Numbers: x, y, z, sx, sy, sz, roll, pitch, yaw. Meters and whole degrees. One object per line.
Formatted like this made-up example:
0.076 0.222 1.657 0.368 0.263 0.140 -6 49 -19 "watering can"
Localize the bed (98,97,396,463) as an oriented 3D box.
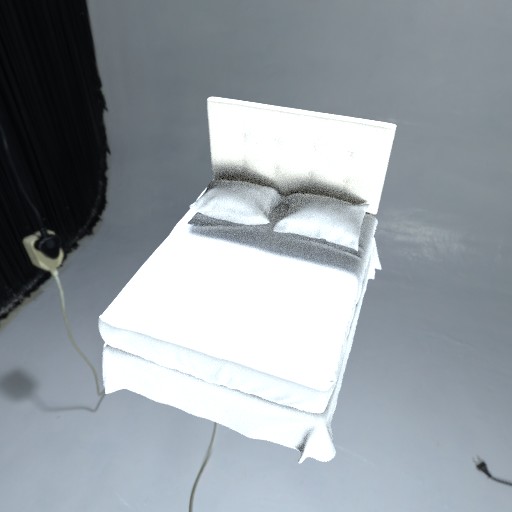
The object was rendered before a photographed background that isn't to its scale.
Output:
0.000 0.000 3.504 1.936 1.577 2.222 14 43 15 "bed"
